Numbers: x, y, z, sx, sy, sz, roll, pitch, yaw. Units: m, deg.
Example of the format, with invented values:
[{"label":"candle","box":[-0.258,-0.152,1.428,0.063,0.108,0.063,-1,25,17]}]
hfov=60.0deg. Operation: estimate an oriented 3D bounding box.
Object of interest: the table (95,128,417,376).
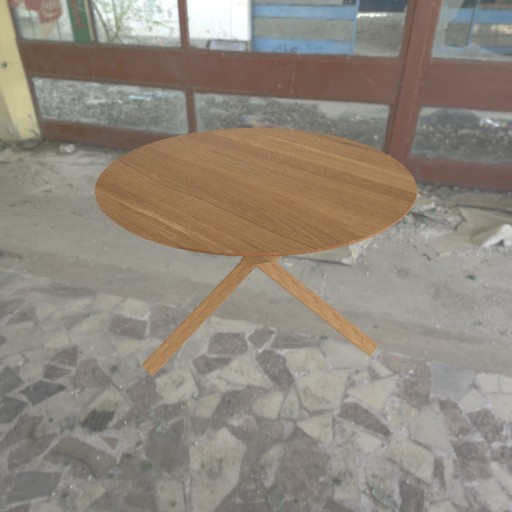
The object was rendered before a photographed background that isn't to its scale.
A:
[{"label":"table","box":[0.000,0.000,1.669,1.038,0.666,1.038,0,32,0]}]
